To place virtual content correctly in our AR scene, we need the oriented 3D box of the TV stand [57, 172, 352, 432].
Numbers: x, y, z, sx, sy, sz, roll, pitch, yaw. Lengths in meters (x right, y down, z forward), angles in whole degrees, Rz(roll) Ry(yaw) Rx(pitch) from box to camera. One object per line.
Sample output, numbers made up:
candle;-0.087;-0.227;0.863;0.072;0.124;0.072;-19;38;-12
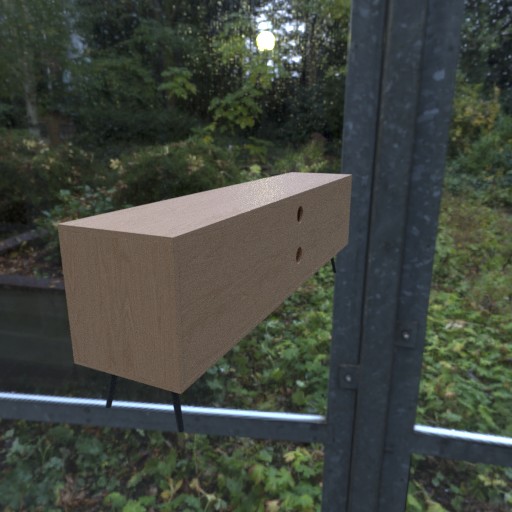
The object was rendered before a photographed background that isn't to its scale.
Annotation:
TV stand;0.000;0.000;1.953;0.400;0.580;1.760;7;17;24
